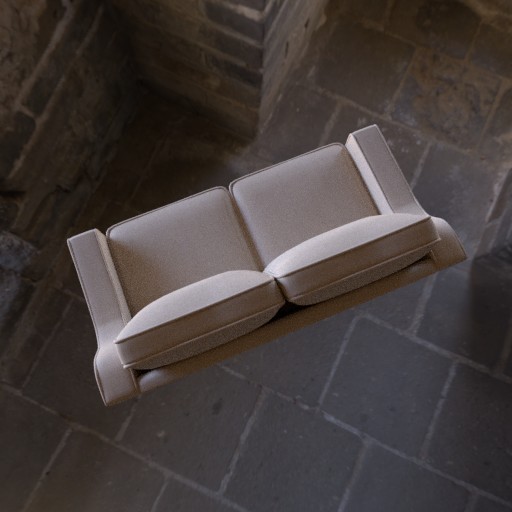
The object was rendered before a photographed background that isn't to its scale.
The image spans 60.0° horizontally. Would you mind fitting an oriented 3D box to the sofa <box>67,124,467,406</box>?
[{"bbox_3d":[0.000,0.000,3.513,2.587,1.562,1.351,-21,77,-5],"label":"sofa"}]
